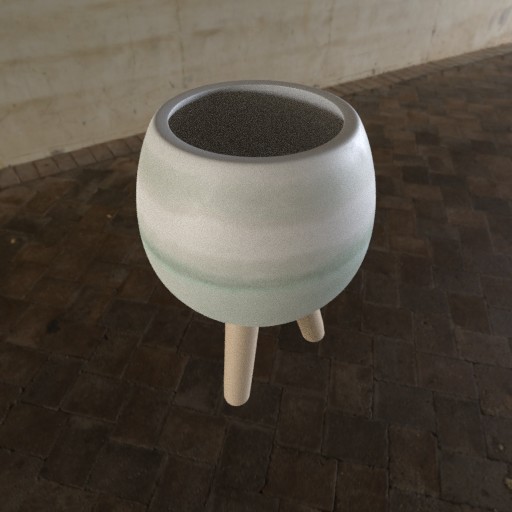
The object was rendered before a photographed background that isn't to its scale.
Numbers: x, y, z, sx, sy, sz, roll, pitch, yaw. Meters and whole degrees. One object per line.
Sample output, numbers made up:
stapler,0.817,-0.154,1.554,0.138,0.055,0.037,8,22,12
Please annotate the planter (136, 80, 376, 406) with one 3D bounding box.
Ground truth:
planter,0.000,0.000,0.339,0.161,0.224,0.161,0,40,0
